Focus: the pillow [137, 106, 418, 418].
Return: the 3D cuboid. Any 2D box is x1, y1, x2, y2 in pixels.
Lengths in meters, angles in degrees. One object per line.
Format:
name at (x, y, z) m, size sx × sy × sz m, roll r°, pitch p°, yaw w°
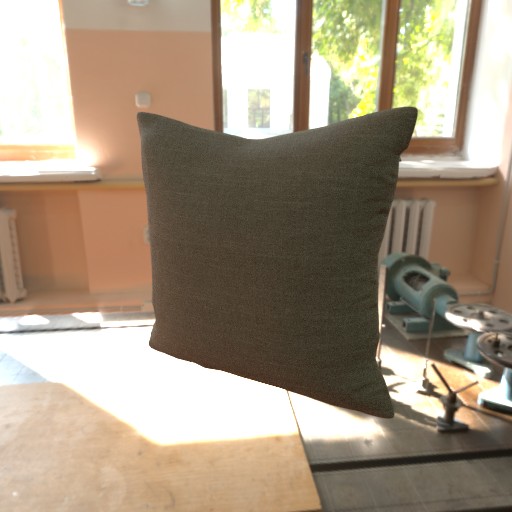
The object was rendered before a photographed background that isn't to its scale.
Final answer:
pillow at (0.000, 0.000, 0.637) m, size 0.424 × 0.400 × 0.169 m, roll 9°, pitch 18°, yaw 27°
